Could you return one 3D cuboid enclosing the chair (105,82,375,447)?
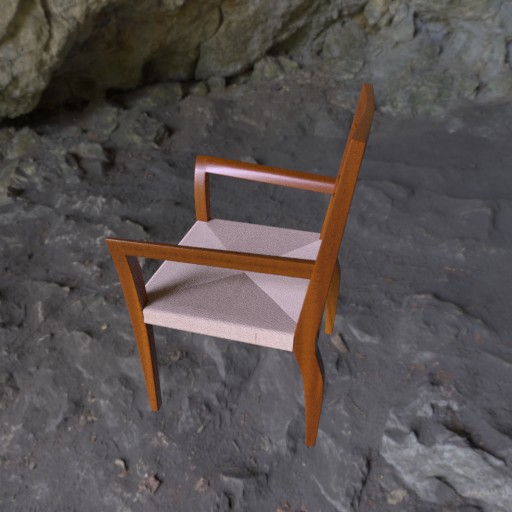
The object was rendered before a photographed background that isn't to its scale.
[{"bbox_3d":[0.000,0.000,1.251,0.540,0.855,0.587,7,32,12],"label":"chair"}]
